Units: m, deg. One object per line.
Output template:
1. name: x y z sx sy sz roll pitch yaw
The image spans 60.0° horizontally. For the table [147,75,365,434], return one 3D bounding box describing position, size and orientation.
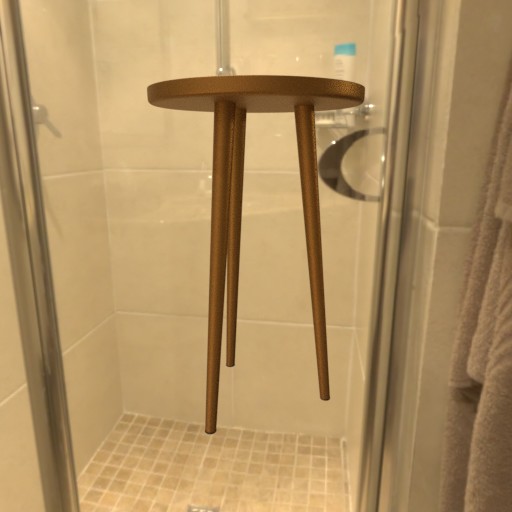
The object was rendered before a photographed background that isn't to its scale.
1. table: 0.000 0.000 0.683 0.299 0.480 0.299 -8 16 -27
